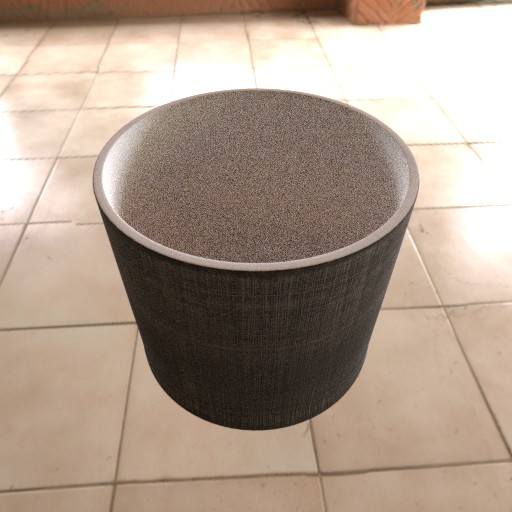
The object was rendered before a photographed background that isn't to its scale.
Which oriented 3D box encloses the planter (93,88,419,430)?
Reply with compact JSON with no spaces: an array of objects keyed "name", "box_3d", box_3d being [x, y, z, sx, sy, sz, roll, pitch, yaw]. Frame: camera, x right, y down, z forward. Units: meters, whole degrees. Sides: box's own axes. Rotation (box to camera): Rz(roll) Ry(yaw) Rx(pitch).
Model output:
[{"name":"planter","box_3d":[0.000,0.000,0.304,0.178,0.157,0.178,0,45,0]}]
